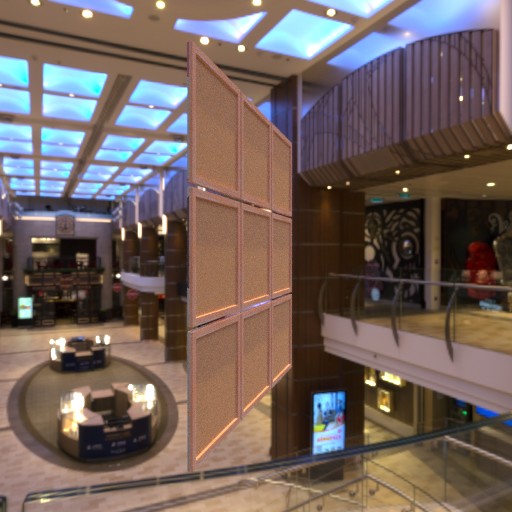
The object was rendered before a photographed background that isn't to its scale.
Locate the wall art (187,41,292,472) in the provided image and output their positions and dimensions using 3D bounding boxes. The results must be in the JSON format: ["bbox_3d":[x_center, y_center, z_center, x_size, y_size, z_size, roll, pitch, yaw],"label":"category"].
[{"bbox_3d":[0.000,0.000,1.369,0.012,0.910,0.911,0,0,18],"label":"wall art"}]
